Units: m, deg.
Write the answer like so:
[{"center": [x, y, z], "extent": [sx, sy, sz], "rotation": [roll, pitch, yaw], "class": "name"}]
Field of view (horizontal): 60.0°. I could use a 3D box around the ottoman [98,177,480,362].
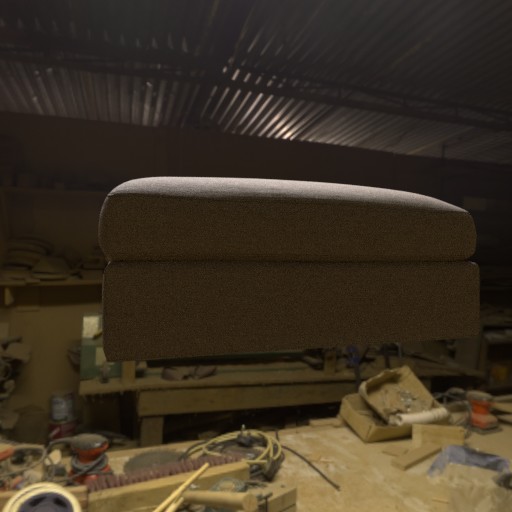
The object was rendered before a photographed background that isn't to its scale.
[{"center": [0.000, 0.000, 1.589], "extent": [1.041, 0.470, 1.041], "rotation": [0, 0, -18], "class": "ottoman"}]
